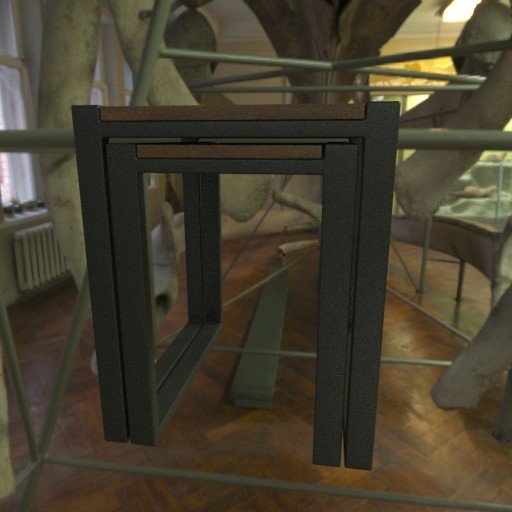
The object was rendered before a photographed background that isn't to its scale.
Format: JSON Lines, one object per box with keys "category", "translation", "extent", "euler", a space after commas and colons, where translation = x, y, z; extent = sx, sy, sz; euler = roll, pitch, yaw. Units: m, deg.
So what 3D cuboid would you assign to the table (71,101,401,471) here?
{"category": "table", "translation": [0.000, 0.000, 0.896], "extent": [0.449, 0.550, 0.500], "euler": [2, 15, 9]}
